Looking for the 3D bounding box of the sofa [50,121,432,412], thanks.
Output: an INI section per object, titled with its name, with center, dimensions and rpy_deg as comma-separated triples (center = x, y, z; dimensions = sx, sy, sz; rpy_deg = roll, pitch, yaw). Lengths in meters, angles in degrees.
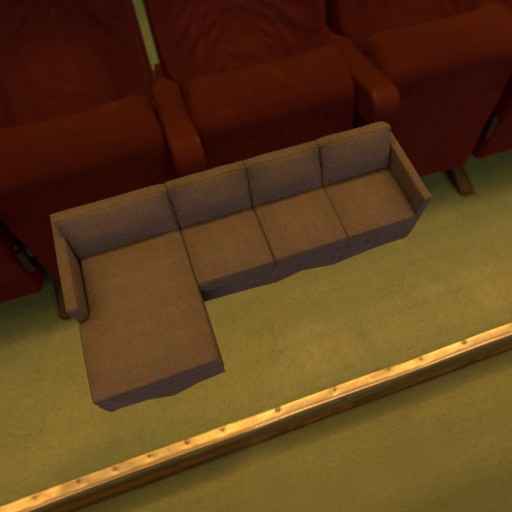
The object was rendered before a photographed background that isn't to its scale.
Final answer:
[sofa]
center = 0.000, 0.000, 3.894
dimensions = 3.205, 0.922, 1.650
rpy_deg = -17, 65, -9
